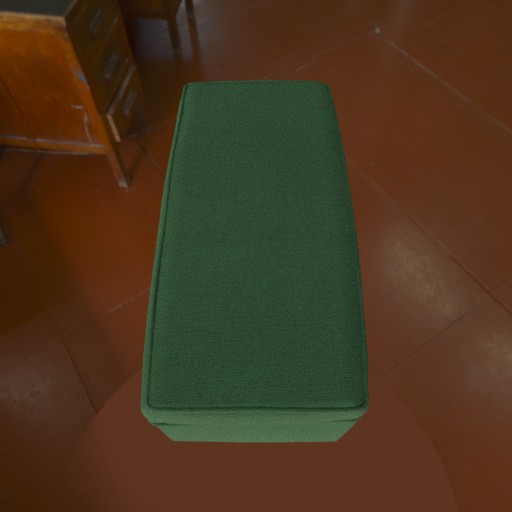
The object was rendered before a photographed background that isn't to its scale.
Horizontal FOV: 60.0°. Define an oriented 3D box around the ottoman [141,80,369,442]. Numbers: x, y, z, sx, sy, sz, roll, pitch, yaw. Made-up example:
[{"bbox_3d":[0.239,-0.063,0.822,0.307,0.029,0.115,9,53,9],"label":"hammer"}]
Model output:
[{"bbox_3d":[0.000,0.000,1.242,0.483,0.471,0.957,0,59,0],"label":"ottoman"}]
